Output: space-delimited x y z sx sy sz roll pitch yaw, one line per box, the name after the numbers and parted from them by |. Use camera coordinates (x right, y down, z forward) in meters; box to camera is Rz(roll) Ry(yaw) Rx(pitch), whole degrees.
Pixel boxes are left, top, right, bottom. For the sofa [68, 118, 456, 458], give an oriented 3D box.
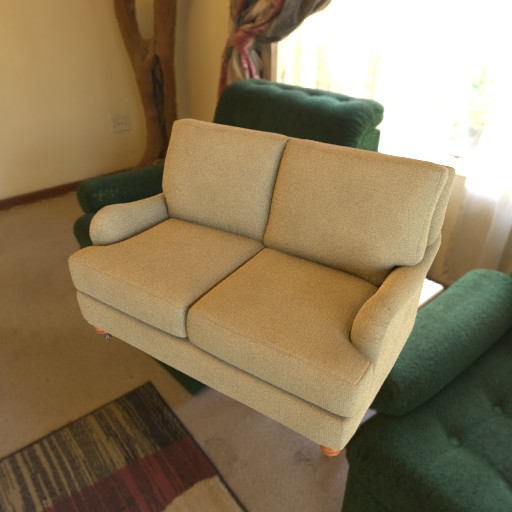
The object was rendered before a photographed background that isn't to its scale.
0.000 0.000 2.103 1.480 0.999 1.087 18 36 28 | sofa
